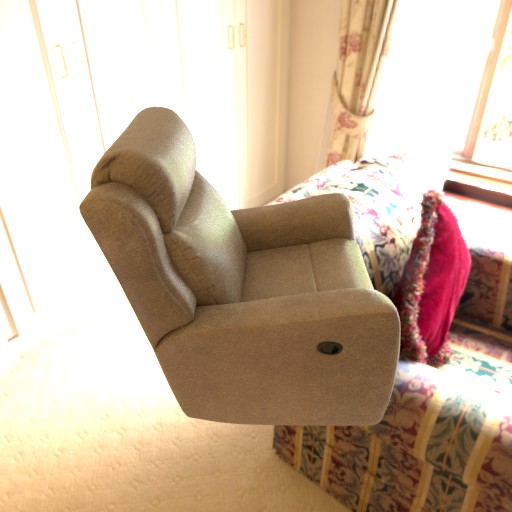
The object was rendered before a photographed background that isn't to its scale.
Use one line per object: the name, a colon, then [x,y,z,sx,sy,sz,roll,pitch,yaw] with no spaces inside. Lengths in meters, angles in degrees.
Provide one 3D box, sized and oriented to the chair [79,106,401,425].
chair: [0.000,0.000,1.894,1.068,1.116,0.965,0,32,0]
